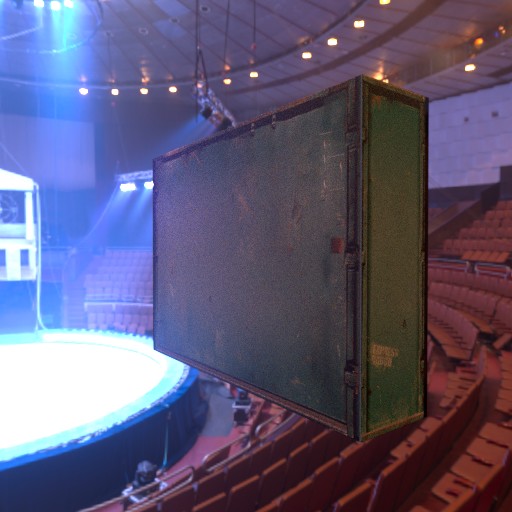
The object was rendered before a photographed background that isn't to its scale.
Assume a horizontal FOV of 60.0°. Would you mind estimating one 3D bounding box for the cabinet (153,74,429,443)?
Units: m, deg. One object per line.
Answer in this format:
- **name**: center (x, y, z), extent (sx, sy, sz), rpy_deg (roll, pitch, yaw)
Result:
- **cabinet**: center (0.000, 0.000, 4.002), extent (0.680, 2.160, 3.001), rpy_deg (-1, 1, -36)
